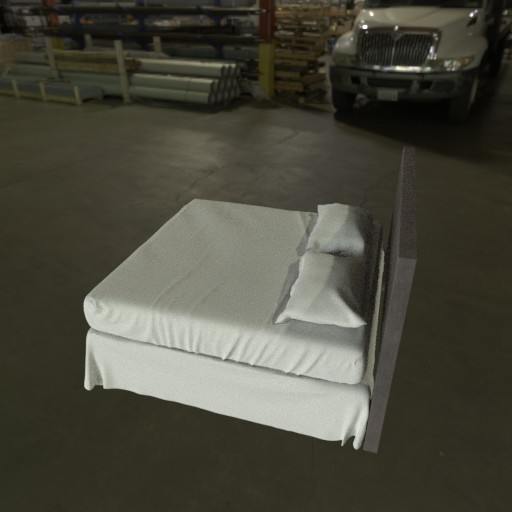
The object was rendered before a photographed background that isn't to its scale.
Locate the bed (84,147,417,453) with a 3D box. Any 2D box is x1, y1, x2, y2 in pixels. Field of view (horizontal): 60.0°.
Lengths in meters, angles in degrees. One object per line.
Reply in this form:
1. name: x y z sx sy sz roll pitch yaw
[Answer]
1. bed: 0.000 0.000 2.879 1.785 1.142 1.772 9 31 15
